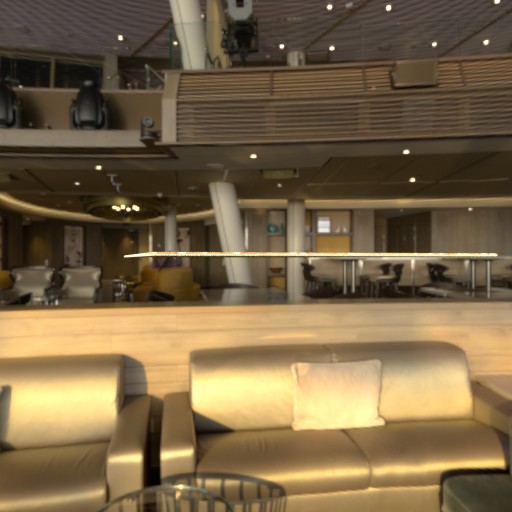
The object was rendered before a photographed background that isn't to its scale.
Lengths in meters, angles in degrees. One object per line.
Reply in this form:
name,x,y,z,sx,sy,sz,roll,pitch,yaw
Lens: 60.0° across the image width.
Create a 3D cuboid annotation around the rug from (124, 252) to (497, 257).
rug,0.000,0.000,2.263,1.219,0.011,1.829,0,0,-19
